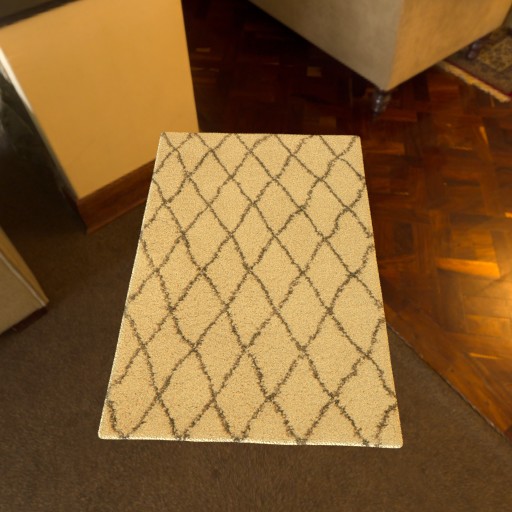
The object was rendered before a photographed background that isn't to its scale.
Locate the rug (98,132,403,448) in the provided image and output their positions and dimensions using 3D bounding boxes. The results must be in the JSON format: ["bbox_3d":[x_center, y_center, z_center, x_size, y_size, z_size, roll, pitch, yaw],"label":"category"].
[{"bbox_3d":[0.000,0.000,2.250,1.219,0.030,1.778,1,57,1],"label":"rug"}]
